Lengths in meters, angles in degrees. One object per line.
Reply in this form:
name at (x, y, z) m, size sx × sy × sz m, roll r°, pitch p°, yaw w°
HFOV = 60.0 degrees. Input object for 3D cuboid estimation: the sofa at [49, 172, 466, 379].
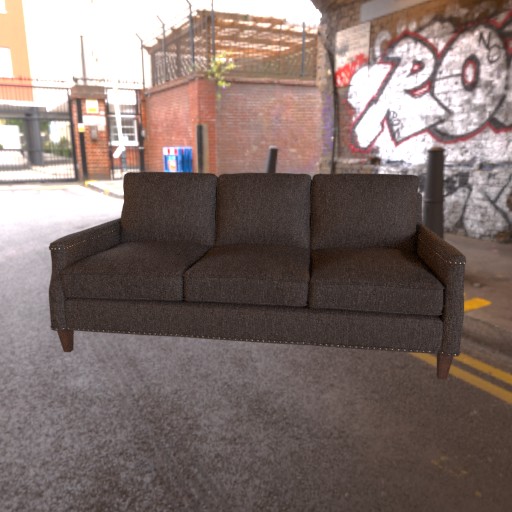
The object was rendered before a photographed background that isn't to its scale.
sofa at (0.000, 0.000, 2.804) m, size 2.246 × 1.003 × 1.084 m, roll 2°, pitch 14°, yaw 8°
